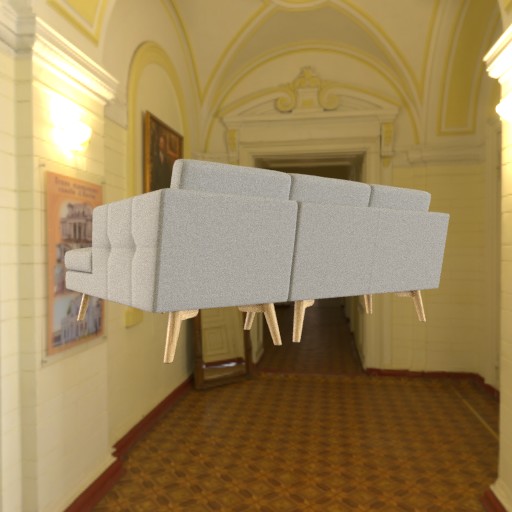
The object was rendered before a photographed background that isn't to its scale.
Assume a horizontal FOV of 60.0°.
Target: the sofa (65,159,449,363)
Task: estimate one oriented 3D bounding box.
[{"bbox_3d":[0.000,0.000,2.913,2.040,0.860,1.530,-1,1,-36],"label":"sofa"}]
